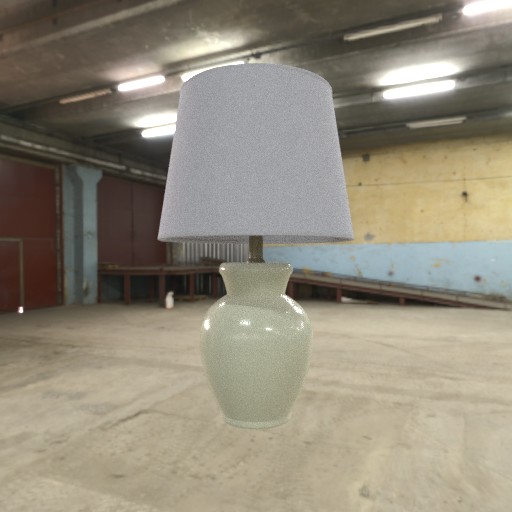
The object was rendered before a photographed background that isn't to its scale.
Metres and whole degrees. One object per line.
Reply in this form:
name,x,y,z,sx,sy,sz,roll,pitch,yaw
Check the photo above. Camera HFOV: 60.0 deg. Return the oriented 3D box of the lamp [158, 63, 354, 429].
lamp,0.000,0.000,0.552,0.239,0.399,0.239,0,0,0
